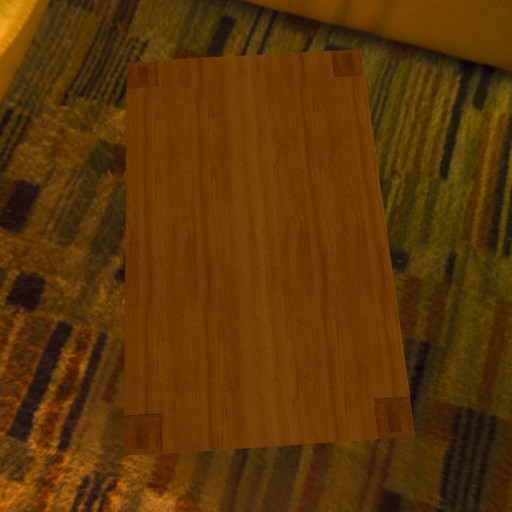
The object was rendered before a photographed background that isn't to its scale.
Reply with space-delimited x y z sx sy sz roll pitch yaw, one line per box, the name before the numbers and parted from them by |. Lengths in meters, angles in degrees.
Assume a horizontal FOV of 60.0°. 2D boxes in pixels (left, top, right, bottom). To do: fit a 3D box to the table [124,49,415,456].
table | 0.000 0.000 1.901 0.900 0.760 1.400 -4 76 -1
